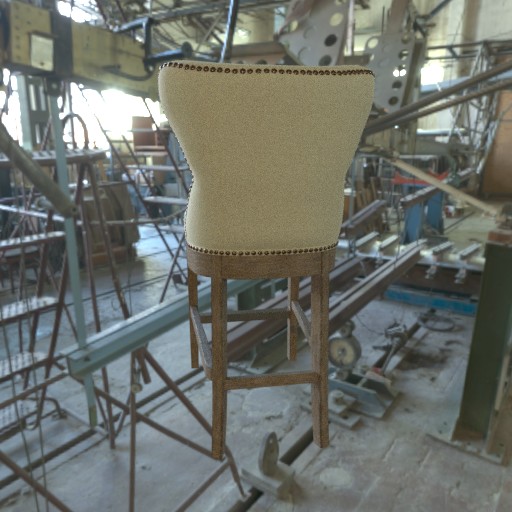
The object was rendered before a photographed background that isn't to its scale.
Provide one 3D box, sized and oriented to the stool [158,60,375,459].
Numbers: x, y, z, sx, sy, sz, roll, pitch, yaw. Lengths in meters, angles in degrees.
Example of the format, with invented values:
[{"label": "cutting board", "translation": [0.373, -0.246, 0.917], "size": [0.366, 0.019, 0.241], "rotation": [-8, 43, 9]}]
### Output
[{"label": "stool", "translation": [0.000, 0.000, 1.300], "size": [0.498, 0.981, 0.608], "rotation": [-2, 14, -9]}]
